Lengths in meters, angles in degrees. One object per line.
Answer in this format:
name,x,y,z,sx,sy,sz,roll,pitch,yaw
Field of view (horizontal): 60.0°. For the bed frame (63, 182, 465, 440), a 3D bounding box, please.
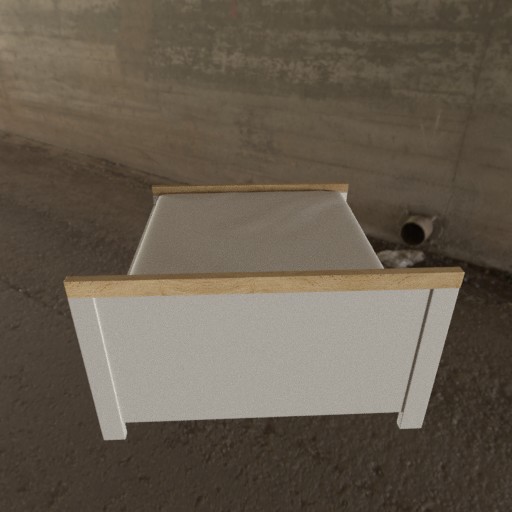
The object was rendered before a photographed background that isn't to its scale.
bed frame,0.000,0.000,2.966,1.670,0.980,2.050,-1,30,-2
